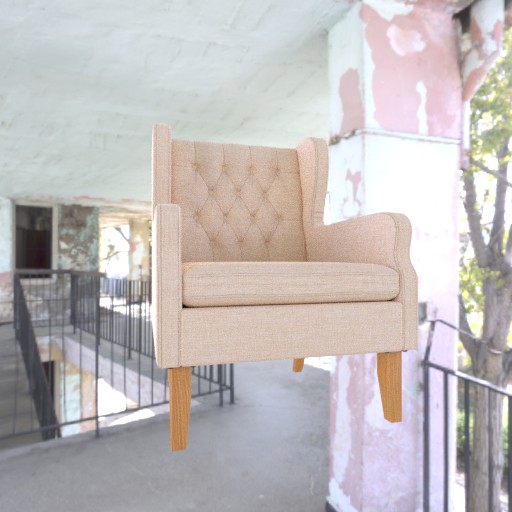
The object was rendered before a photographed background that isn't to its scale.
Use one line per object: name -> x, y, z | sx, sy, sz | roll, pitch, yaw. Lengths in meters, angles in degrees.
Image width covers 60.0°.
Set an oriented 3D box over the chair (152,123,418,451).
chair -> 0.000, 0.000, 1.477 | 0.710, 0.930, 0.760 | 0, 0, -17
